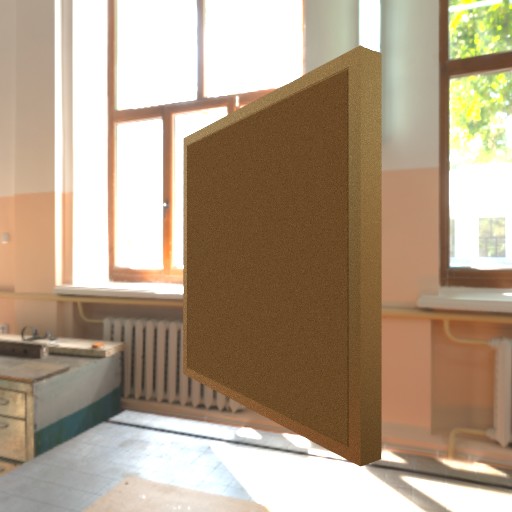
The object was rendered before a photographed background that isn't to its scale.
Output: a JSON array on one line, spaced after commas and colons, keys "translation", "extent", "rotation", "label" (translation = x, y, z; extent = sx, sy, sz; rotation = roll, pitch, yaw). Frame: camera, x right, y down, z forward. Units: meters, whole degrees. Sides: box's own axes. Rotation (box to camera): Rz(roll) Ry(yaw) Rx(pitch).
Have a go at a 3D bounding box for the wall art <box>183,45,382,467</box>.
[{"translation": [0.000, 0.000, 1.908], "extent": [0.095, 1.284, 1.284], "rotation": [0, 0, -34], "label": "wall art"}]
